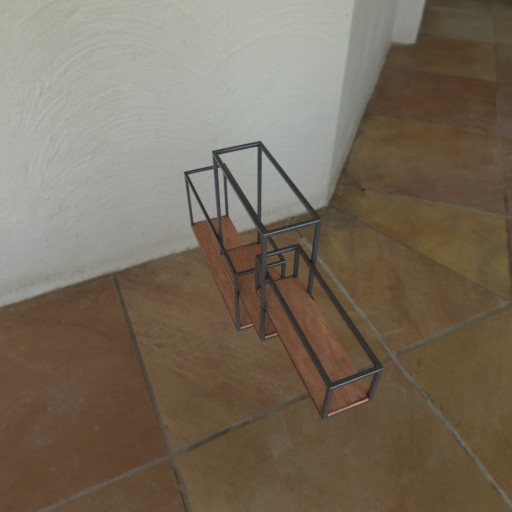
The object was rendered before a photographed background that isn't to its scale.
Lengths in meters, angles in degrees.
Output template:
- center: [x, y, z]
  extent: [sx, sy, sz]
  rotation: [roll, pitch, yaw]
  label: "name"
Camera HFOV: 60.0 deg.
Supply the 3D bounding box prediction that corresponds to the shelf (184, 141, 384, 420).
- center: [0.000, 0.000, 2.202]
  extent: [0.275, 0.972, 1.781]
  rotation: [-15, 47, -15]
  label: "shelf"
